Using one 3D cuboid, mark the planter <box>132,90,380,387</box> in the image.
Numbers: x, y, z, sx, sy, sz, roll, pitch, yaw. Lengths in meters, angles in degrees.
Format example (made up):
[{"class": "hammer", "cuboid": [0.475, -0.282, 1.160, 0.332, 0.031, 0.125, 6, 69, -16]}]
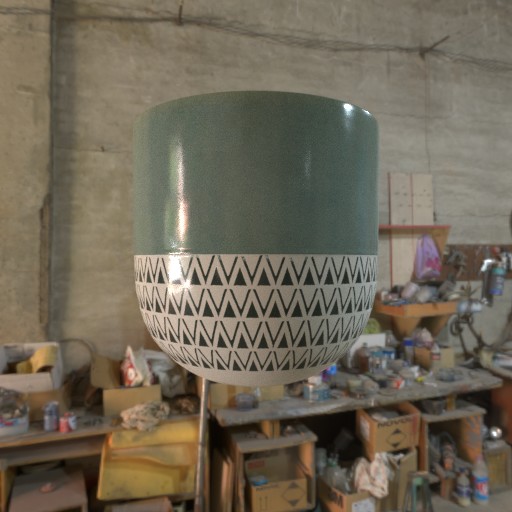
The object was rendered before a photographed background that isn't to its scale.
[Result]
[{"class": "planter", "cuboid": [0.000, 0.000, 0.494, 0.266, 0.270, 0.266, 0, -1, 0]}]
